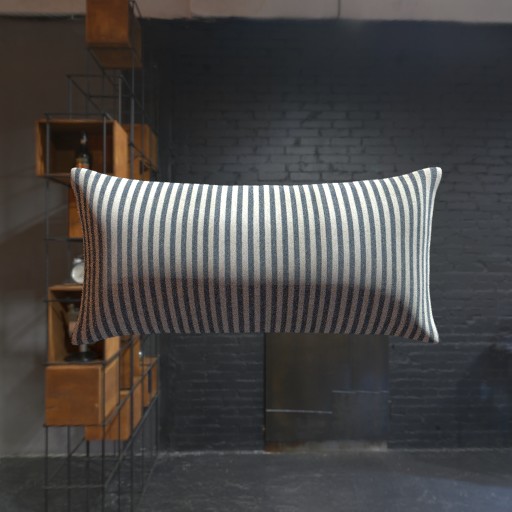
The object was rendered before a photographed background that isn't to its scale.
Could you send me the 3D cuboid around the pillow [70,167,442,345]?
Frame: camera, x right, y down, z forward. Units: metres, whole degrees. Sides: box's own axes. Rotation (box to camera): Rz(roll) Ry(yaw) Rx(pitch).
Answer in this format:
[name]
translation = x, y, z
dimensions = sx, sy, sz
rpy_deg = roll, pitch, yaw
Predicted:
[pillow]
translation = 0.000, 0.000, 0.735
dimensions = 0.617, 0.295, 0.151
rpy_deg = 0, 0, 0
